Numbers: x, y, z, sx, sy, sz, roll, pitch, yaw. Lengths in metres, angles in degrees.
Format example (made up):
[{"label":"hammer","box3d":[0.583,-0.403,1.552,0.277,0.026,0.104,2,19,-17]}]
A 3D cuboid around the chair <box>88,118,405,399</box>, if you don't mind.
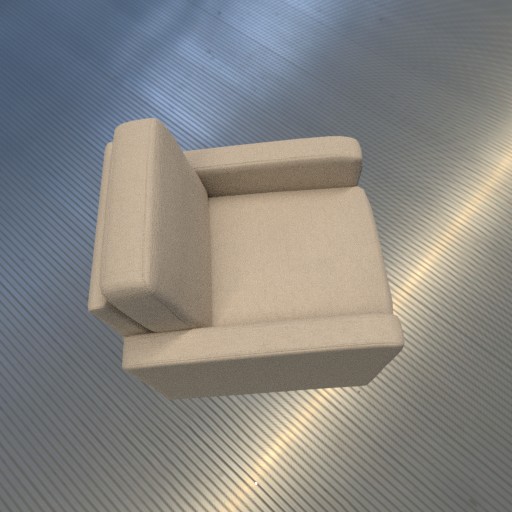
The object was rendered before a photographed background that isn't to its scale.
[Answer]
[{"label":"chair","box3d":[0.000,0.000,1.493,0.888,0.827,0.755,-4,63,-2]}]
